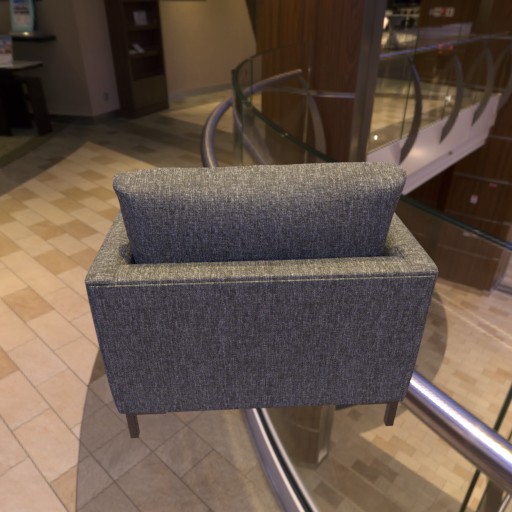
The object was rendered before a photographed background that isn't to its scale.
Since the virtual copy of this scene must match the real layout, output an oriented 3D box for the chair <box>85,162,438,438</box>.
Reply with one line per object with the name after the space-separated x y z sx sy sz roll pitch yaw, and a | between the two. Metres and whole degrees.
0.000 0.000 1.613 0.963 0.861 0.866 -2 30 -3 | chair
